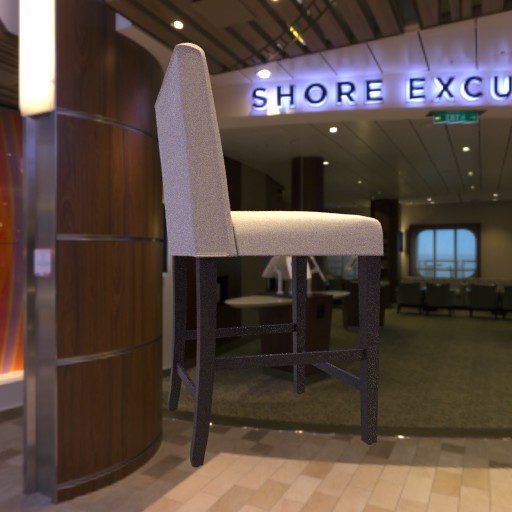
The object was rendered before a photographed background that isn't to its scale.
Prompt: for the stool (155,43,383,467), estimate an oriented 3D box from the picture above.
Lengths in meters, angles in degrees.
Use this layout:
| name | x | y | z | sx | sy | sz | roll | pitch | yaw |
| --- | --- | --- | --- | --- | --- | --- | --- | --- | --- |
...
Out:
| name | x | y | z | sx | sy | sz | roll | pitch | yaw |
| --- | --- | --- | --- | --- | --- | --- | --- | --- | --- |
| stool | 0.000 | 0.000 | 1.233 | 0.509 | 0.939 | 0.474 | 0 | 0 | -19 |
